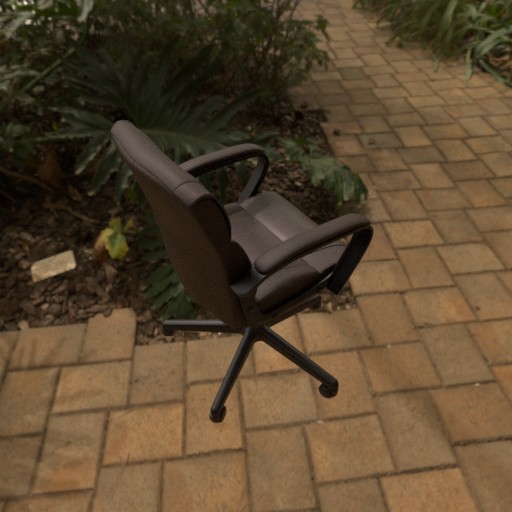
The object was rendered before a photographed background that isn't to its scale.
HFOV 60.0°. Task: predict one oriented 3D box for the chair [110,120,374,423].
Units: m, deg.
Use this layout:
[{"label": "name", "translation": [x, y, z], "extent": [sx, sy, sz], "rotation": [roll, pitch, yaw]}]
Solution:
[{"label": "chair", "translation": [0.000, 0.000, 1.494], "extent": [0.717, 1.004, 0.739], "rotation": [-25, 48, -25]}]
